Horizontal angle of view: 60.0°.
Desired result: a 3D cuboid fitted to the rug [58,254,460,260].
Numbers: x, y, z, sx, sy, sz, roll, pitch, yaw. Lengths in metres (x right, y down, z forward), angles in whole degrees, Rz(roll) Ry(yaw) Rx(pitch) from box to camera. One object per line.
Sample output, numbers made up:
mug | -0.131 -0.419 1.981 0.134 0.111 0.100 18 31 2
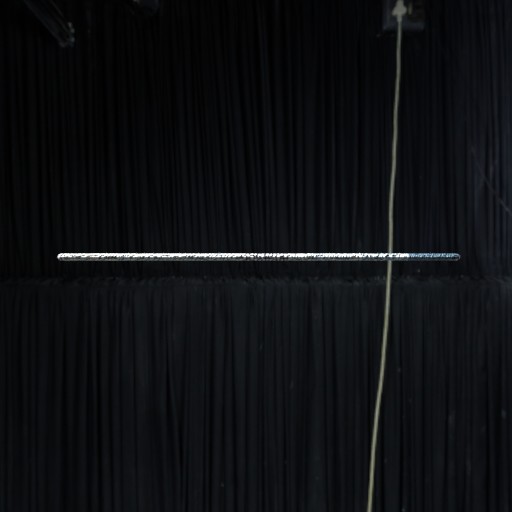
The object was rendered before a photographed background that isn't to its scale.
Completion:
rug | 0.000 0.000 2.273 1.238 0.020 1.847 0 0 -1
